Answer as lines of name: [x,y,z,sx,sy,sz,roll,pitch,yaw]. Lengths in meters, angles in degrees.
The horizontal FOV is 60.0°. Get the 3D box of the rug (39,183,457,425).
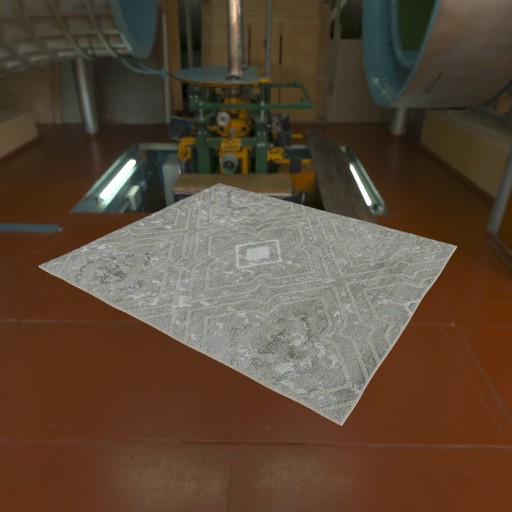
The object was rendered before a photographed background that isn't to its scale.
rug: [0.000,0.000,0.886,0.639,0.006,0.548,19,35,30]
